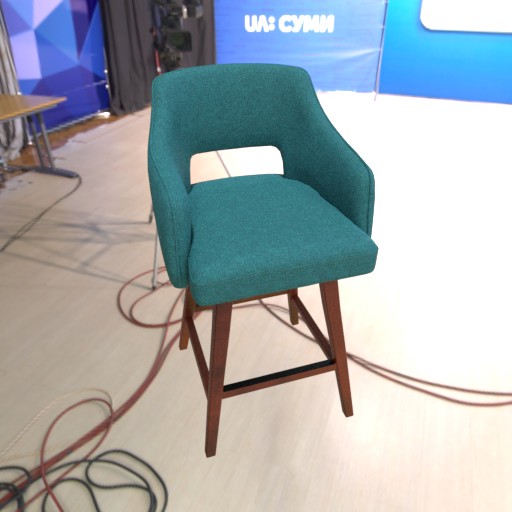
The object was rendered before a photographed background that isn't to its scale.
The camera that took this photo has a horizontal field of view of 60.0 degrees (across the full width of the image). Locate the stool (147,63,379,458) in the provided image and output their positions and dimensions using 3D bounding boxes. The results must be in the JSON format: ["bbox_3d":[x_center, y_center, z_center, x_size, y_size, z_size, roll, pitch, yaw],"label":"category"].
[{"bbox_3d":[0.000,0.000,1.292,0.548,0.961,0.556,-10,34,-15],"label":"stool"}]
